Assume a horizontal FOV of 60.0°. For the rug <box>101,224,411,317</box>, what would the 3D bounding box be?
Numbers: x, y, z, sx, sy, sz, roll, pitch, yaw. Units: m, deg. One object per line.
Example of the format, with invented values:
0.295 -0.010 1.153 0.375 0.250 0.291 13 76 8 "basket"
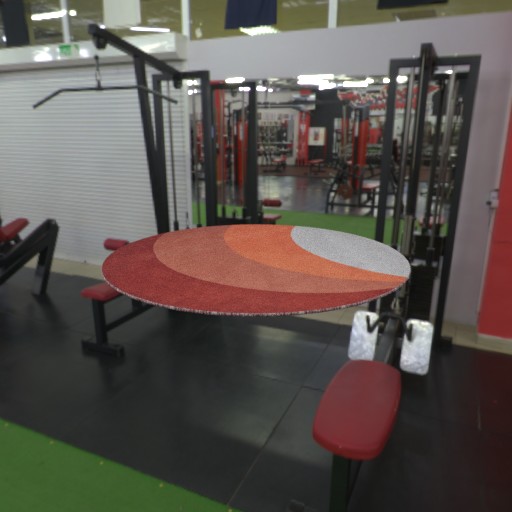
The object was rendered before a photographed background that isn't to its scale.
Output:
0.000 0.000 2.286 1.514 0.015 1.514 0 16 0 "rug"
